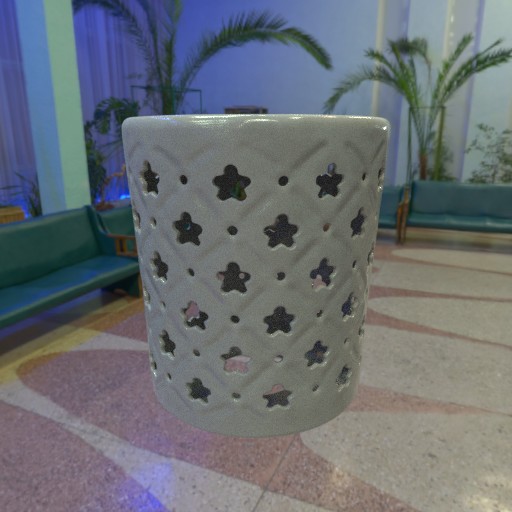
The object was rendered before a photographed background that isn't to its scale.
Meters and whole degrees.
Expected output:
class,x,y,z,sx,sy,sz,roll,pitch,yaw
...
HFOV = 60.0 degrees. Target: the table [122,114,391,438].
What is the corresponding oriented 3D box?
class,x,y,z,sx,sy,sz,roll,pitch,yaw
table,0.000,0.000,0.647,0.352,0.387,0.352,0,15,0
